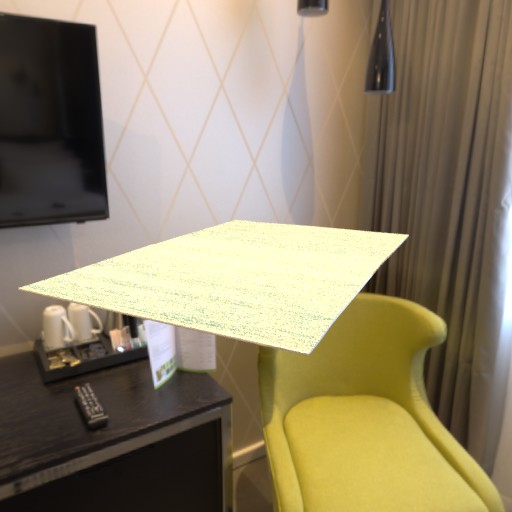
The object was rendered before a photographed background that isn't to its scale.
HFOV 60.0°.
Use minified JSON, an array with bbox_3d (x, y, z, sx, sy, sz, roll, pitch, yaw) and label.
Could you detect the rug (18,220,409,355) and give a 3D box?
[{"bbox_3d":[0.000,0.000,2.921,1.593,0.029,2.305,7,16,26],"label":"rug"}]
